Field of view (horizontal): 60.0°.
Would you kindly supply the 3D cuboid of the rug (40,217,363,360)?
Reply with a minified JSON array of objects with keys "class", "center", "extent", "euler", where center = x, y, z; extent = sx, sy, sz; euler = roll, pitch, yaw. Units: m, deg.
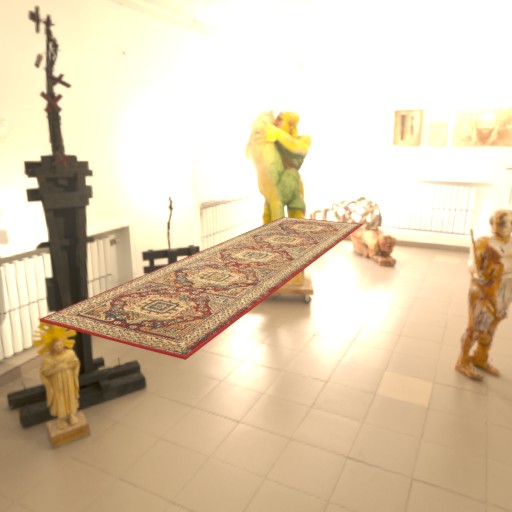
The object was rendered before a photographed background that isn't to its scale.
[{"class":"rug","center":[0.000,0.000,2.491],"extent":[0.659,0.015,2.292],"euler":[8,17,25]}]
